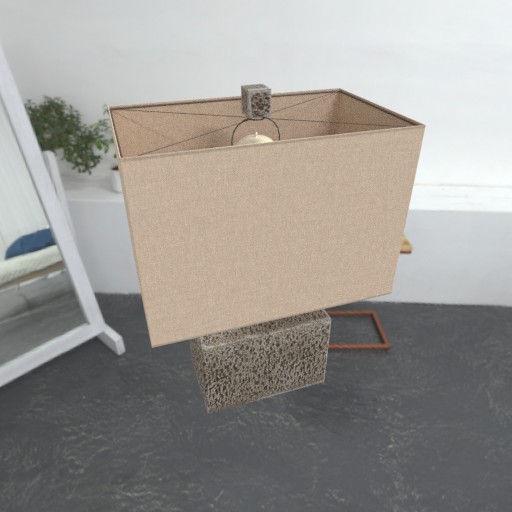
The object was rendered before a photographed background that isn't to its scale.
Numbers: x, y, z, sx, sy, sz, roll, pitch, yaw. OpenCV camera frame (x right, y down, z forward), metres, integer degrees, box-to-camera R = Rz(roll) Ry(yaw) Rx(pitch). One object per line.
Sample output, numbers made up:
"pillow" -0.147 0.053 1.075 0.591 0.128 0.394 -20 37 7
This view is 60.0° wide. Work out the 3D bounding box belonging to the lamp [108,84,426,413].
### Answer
"lamp" 0.000 0.000 0.565 0.294 0.411 0.180 -10 34 -16
